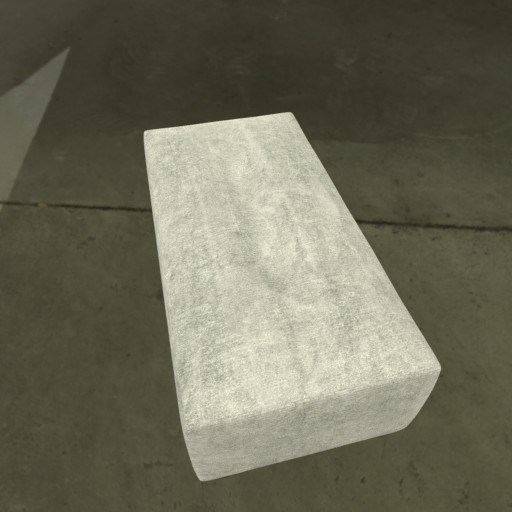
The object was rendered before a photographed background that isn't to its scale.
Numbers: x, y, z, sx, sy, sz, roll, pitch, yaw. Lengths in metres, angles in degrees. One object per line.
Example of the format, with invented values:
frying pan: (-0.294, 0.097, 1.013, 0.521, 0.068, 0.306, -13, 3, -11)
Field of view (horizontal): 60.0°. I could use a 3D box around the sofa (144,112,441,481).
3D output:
sofa: (0.000, 0.000, 1.134, 0.480, 0.330, 0.930, -10, 48, -9)
